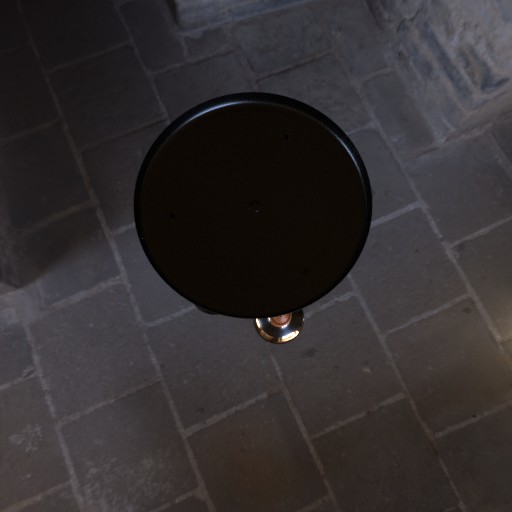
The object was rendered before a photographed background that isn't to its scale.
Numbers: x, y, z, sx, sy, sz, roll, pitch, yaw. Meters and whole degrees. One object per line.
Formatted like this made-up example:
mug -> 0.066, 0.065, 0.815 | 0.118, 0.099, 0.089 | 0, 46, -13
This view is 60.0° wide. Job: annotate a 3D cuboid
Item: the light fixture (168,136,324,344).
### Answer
light fixture -> 0.000, 0.000, 1.726 | 0.608, 1.410, 0.605 | 19, 78, 4
